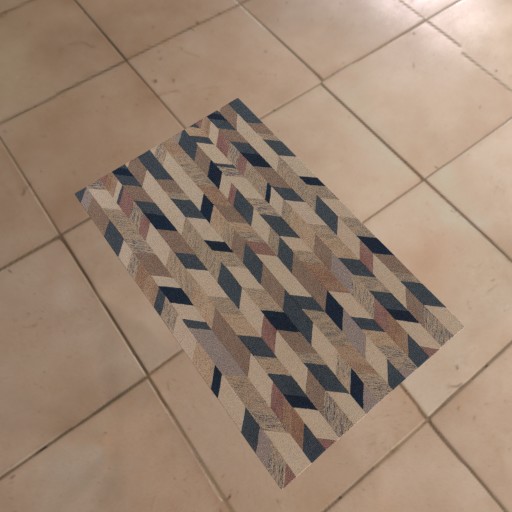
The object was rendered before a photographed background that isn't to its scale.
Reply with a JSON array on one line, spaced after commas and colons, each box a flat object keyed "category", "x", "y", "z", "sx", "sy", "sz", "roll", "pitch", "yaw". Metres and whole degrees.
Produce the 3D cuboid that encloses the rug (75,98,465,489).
[{"category": "rug", "x": 0.000, "y": 0.000, "z": 3.034, "sx": 1.513, "sy": 0.008, "sz": 2.423, "roll": -35, "pitch": 70, "yaw": -15}]
